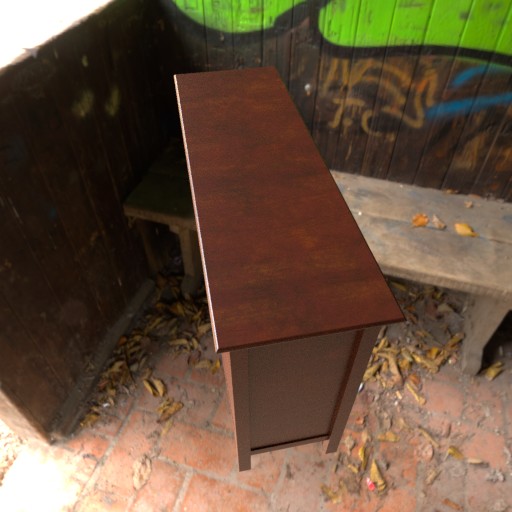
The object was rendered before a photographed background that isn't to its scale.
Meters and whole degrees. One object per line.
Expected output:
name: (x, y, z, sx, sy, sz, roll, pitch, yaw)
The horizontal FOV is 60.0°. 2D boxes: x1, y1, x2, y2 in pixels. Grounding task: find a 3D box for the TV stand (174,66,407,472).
TV stand: (0.000, 0.000, 1.783, 0.445, 0.915, 1.372, -8, 47, -8)
